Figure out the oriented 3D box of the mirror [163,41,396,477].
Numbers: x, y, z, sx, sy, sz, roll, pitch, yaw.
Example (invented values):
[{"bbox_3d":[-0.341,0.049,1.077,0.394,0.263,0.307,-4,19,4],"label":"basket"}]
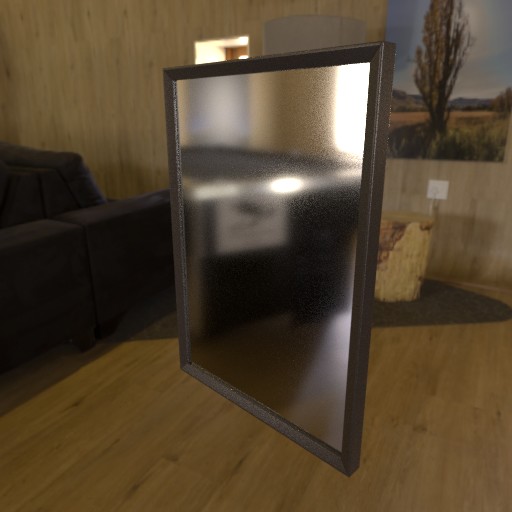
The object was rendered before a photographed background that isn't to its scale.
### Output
[{"bbox_3d":[0.000,0.000,0.868,0.507,0.710,0.039,17,24,42],"label":"mirror"}]
